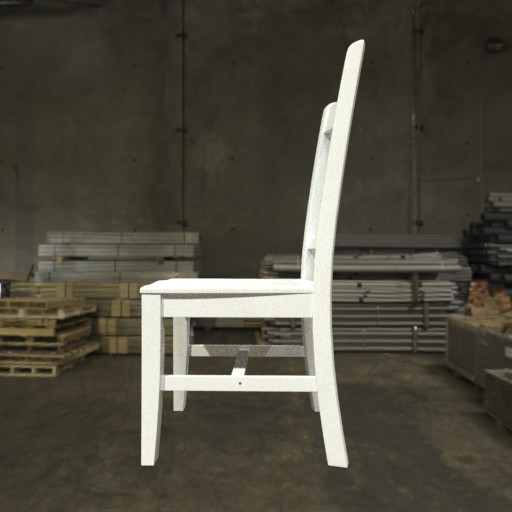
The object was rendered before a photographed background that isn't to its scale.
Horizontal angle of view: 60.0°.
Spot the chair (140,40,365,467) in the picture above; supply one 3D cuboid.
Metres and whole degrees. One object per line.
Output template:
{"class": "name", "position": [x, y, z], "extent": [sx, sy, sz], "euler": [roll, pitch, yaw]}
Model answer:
{"class": "chair", "position": [0.000, 0.000, 1.251], "extent": [0.555, 0.998, 0.450], "euler": [0, 0, 1]}
